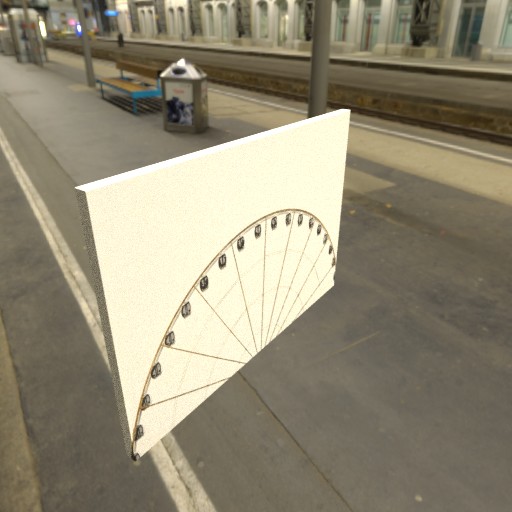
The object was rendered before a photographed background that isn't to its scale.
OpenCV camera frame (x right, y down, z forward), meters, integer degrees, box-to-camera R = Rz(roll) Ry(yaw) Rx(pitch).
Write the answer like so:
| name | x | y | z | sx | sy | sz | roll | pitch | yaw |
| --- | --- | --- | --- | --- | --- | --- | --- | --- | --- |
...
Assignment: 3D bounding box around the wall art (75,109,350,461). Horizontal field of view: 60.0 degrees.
| name | x | y | z | sx | sy | sz | roll | pitch | yaw |
| --- | --- | --- | --- | --- | --- | --- | --- | --- | --- |
| wall art | 0.000 | 0.000 | 1.439 | 0.038 | 0.767 | 1.144 | 19 | 33 | 32 |
